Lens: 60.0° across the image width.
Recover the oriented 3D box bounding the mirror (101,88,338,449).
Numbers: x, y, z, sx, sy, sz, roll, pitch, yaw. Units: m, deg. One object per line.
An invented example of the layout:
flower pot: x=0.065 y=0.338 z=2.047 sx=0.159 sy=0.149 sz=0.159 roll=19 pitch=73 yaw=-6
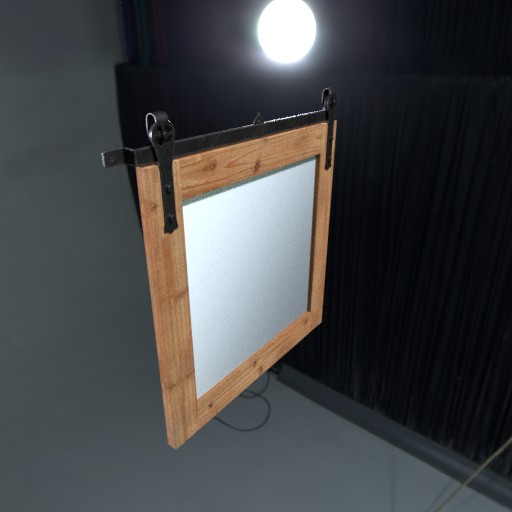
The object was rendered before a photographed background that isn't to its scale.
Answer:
mirror: x=0.000 y=0.000 z=1.185 sx=0.054 sy=0.800 sz=0.805 roll=18 pitch=31 yaw=34
